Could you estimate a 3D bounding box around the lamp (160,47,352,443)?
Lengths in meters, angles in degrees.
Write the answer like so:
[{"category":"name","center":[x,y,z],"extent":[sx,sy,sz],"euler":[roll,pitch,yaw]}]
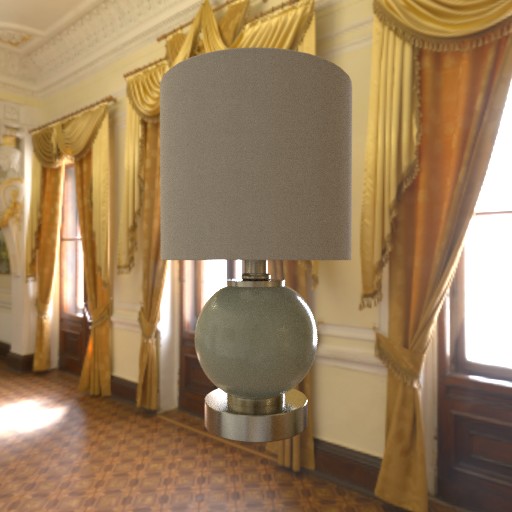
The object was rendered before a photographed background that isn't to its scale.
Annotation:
[{"category":"lamp","center":[0.000,0.000,0.473],"extent":[0.201,0.353,0.201],"euler":[0,-1,-37]}]
